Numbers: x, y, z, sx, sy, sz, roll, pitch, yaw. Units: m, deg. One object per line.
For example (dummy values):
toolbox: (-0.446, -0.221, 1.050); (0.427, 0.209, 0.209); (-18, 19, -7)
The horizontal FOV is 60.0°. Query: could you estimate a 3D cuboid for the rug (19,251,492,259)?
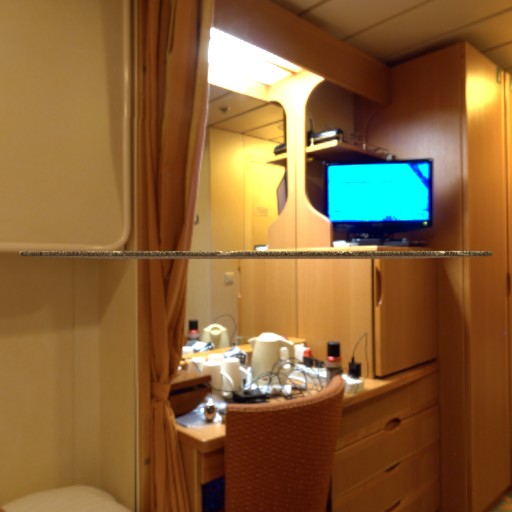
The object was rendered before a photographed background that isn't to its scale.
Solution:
rug: (0.000, 0.000, 3.439); (2.743, 0.030, 1.778); (0, -1, 0)
